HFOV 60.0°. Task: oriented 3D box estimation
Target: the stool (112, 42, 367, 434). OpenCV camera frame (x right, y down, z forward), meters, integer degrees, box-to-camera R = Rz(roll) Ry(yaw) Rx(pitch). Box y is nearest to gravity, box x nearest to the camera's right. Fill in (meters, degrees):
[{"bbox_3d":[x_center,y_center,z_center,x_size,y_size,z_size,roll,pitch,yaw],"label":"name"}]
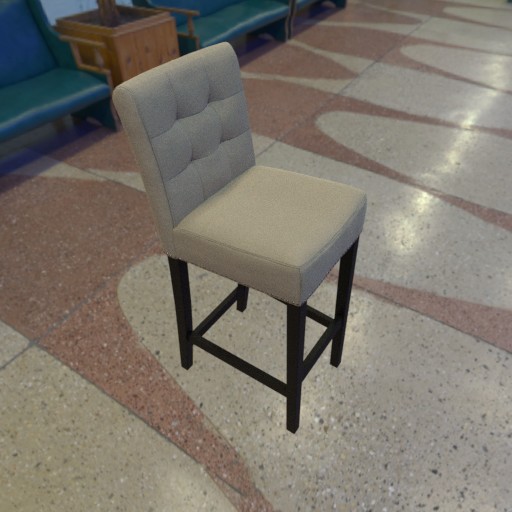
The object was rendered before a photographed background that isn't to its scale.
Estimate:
[{"bbox_3d":[0.000,0.000,1.335,0.548,1.047,0.411,24,47,25],"label":"stool"}]
